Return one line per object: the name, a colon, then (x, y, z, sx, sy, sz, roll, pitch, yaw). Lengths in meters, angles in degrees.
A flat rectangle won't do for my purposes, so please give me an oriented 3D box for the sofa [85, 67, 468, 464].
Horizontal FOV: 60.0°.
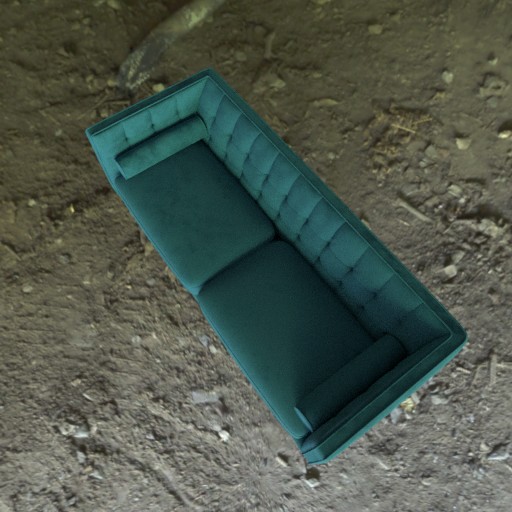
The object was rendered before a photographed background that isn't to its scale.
sofa: (0.000, 0.000, 2.514, 0.867, 0.789, 2.087, -33, 68, -15)
